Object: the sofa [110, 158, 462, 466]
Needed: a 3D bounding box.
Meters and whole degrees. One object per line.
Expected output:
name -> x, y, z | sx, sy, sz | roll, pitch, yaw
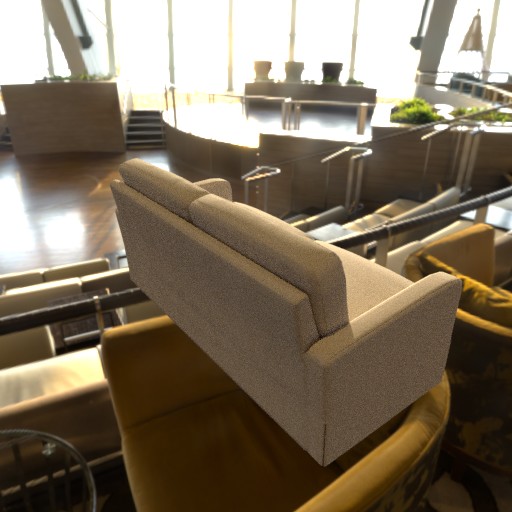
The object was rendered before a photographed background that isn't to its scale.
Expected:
sofa -> 0.000, 0.000, 2.308 | 0.894, 0.831, 1.808 | -19, 32, -33
